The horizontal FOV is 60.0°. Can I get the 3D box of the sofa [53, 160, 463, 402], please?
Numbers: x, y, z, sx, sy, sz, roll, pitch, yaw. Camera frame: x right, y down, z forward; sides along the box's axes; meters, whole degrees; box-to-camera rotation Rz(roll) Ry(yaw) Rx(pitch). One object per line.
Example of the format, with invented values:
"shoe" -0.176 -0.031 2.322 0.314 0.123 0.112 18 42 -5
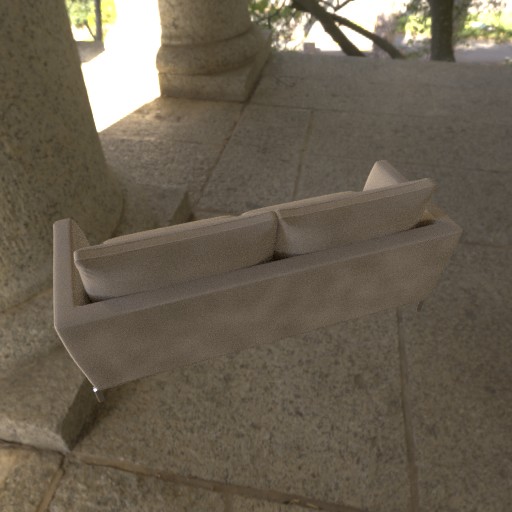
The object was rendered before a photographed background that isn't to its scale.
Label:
"sofa" 0.000 0.000 2.707 2.214 1.005 0.868 -13 43 -14
